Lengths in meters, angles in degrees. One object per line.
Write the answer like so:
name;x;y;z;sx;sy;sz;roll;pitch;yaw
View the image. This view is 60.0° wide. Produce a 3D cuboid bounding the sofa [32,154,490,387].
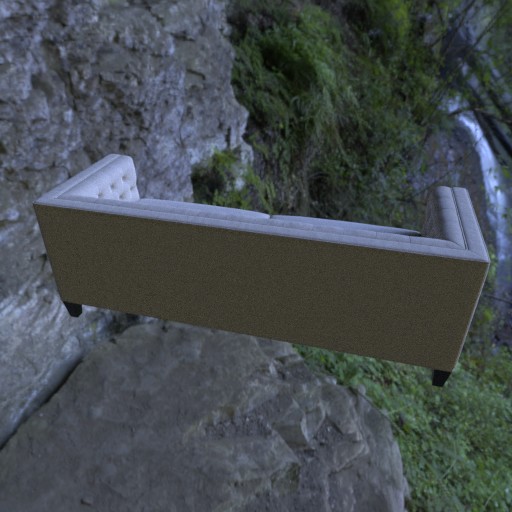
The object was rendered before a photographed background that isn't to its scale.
sofa;0.000;0.000;2.520;2.159;0.762;0.775;8;33;13
